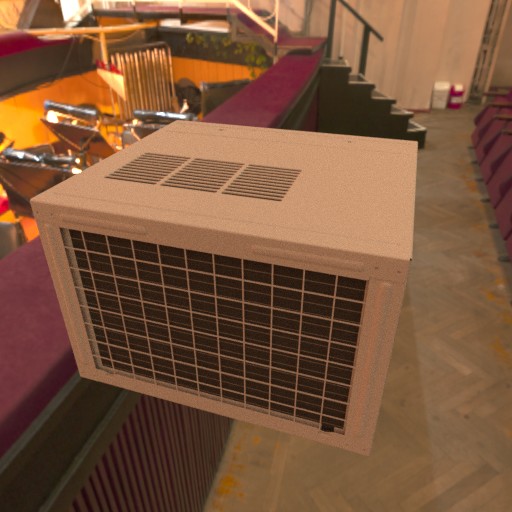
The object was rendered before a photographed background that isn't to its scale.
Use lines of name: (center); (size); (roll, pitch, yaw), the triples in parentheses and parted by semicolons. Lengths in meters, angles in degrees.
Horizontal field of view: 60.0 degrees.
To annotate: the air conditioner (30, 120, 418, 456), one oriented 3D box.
air conditioner: (0.000, 0.000, 1.048); (0.645, 0.455, 0.599); (10, 33, 15)
